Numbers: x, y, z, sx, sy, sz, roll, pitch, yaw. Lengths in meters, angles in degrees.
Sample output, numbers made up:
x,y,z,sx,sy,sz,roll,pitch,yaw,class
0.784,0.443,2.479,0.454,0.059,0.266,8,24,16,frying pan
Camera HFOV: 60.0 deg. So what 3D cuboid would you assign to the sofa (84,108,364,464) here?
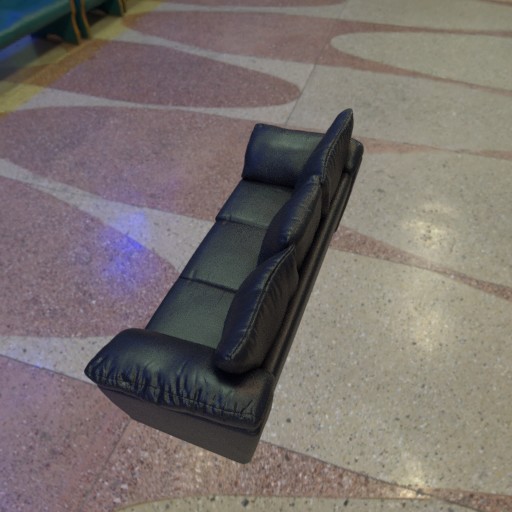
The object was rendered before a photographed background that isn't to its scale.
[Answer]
x,y,z,sx,sy,sz,roll,pitch,yaw,class
0.000,0.000,2.830,0.880,1.073,2.336,16,49,14,sofa
